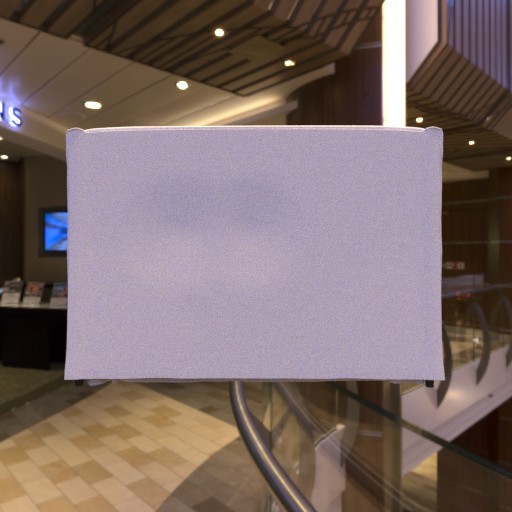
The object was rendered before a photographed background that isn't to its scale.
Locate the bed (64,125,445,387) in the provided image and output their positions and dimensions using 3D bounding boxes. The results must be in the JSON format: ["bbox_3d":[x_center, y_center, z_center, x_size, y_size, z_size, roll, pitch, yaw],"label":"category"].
[{"bbox_3d":[0.000,0.000,3.347,1.925,1.332,2.276,0,0,1],"label":"bed"}]
